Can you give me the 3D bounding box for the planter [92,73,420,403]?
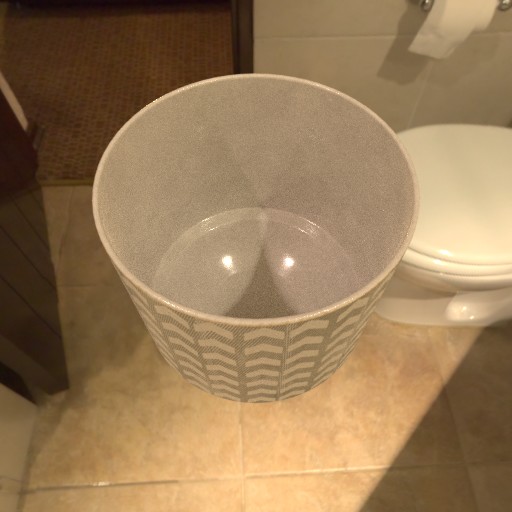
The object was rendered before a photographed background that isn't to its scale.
[{"bbox_3d":[0.000,0.000,0.444,0.250,0.239,0.250,0,58,0],"label":"planter"}]
